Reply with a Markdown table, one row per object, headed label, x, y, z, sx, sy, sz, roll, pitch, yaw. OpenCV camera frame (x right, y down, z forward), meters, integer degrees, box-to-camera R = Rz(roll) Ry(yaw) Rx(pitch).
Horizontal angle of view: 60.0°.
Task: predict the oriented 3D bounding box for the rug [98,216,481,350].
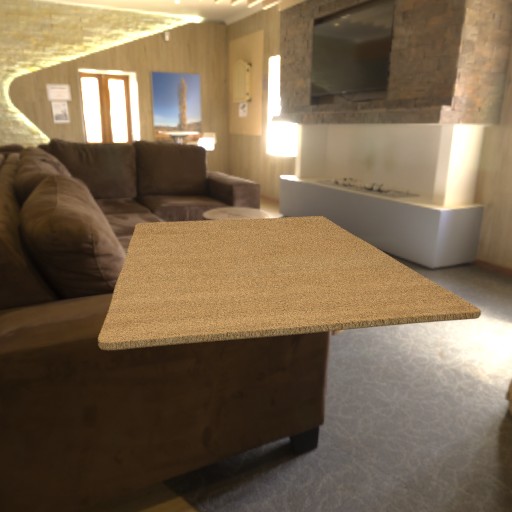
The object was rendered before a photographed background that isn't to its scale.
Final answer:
| label | x | y | z | sx | sy | sz | roll | pitch | yaw |
| --- | --- | --- | --- | --- | --- | --- | --- | --- | --- |
| rug | 0.000 | 0.000 | 2.081 | 1.199 | 0.025 | 1.600 | -3 | 17 | -10 |
